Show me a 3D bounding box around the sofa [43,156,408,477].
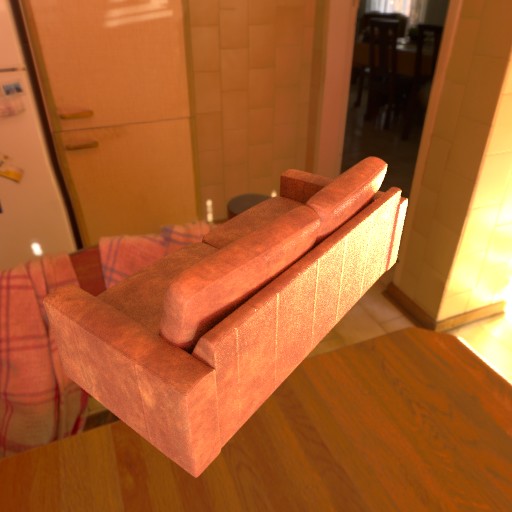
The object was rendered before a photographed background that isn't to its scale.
[{"bbox_3d":[0.000,0.000,2.675,1.016,0.873,2.179,22,38,31],"label":"sofa"}]
